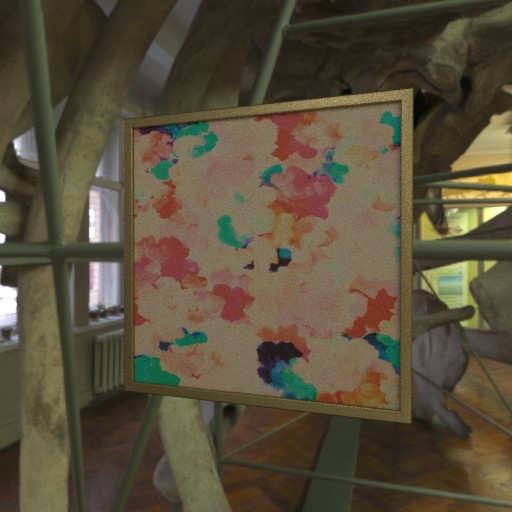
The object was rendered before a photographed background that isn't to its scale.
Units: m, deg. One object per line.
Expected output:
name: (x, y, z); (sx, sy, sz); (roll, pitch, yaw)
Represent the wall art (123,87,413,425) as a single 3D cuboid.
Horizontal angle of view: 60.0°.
wall art: (0.000, 0.000, 0.766); (0.510, 0.509, 0.037); (0, 1, 18)
